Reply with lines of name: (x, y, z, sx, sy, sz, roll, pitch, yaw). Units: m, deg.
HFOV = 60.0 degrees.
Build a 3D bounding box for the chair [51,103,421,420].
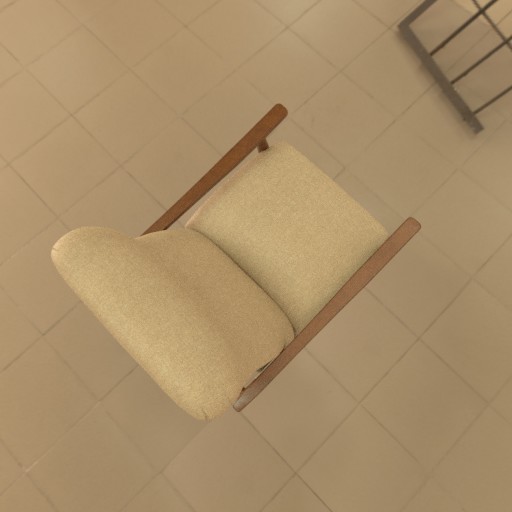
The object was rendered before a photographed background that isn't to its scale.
chair: (0.000, 0.000, 1.736, 1.030, 1.082, 0.762, -44, 79, -11)
